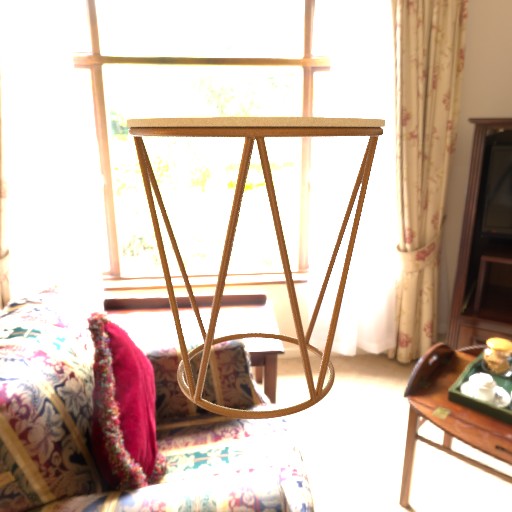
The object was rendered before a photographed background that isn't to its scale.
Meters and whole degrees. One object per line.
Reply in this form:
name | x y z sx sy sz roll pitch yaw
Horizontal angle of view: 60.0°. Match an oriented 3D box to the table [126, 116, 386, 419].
table | 0.000 0.000 0.962 0.500 0.564 0.500 0 16 0
